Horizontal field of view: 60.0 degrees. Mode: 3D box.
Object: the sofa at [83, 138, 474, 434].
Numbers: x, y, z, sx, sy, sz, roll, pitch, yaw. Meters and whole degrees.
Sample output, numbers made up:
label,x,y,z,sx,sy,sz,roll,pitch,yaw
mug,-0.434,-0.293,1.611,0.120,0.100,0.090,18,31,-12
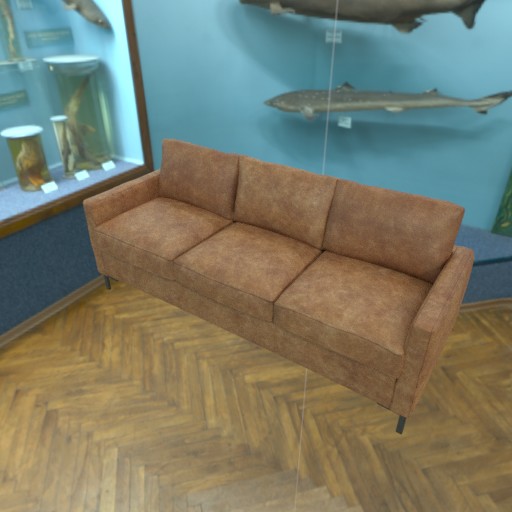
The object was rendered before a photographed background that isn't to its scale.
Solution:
label,x,y,z,sx,sy,sz,roll,pitch,yaw
sofa,0.000,0.000,2.402,2.029,0.863,0.748,20,37,28
